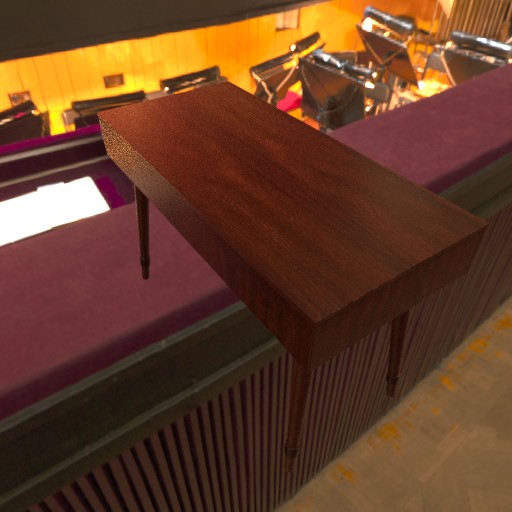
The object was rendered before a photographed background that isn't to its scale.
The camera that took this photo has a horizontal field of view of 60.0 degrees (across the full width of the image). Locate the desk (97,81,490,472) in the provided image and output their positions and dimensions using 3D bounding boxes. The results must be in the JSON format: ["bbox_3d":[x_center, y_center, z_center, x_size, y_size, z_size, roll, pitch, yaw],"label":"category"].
[{"bbox_3d":[0.000,0.000,2.091,0.734,1.031,1.577,-24,46,-26],"label":"desk"}]
